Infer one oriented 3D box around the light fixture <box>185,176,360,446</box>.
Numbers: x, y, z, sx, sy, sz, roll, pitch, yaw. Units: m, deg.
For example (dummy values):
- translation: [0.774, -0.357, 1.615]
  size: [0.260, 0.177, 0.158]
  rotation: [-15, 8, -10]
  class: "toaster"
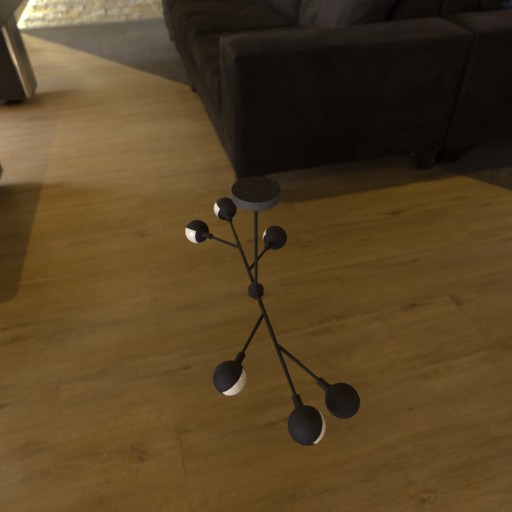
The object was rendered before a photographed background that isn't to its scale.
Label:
- translation: [0.000, 0.000, 1.026]
  size: [0.434, 0.362, 0.778]
  rotation: [1, 41, 1]
  class: "light fixture"
